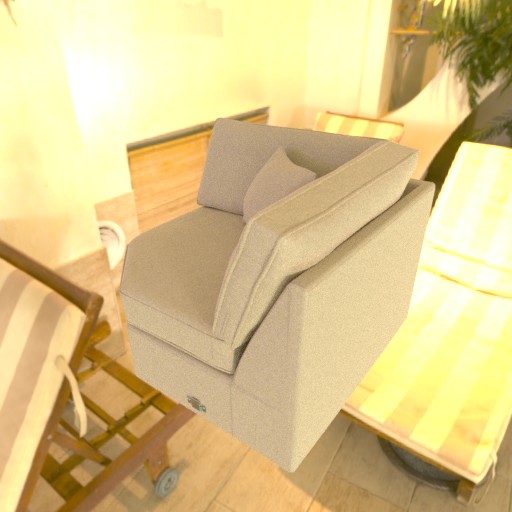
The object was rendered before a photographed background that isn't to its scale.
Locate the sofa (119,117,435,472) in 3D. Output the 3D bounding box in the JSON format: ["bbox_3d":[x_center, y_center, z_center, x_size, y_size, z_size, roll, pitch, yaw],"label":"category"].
[{"bbox_3d":[0.000,0.000,1.834,1.050,0.937,1.042,20,36,31],"label":"sofa"}]
